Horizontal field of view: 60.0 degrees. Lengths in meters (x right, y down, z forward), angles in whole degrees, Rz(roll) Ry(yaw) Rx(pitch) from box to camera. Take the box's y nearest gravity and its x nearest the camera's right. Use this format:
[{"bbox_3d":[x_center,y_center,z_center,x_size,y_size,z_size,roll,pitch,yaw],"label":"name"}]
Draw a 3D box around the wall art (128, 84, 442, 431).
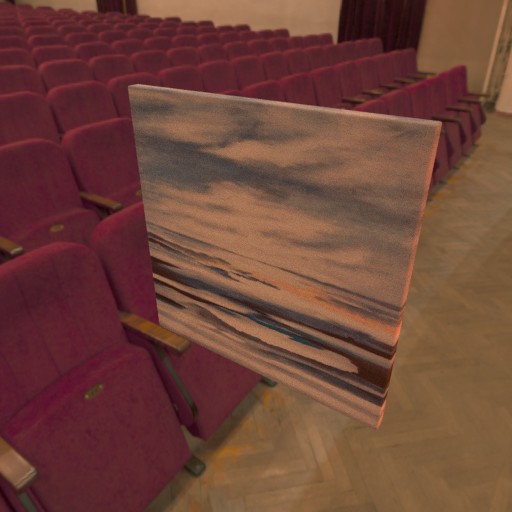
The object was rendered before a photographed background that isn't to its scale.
[{"bbox_3d":[0.000,0.000,1.109,0.747,0.747,0.035,18,34,29],"label":"wall art"}]
